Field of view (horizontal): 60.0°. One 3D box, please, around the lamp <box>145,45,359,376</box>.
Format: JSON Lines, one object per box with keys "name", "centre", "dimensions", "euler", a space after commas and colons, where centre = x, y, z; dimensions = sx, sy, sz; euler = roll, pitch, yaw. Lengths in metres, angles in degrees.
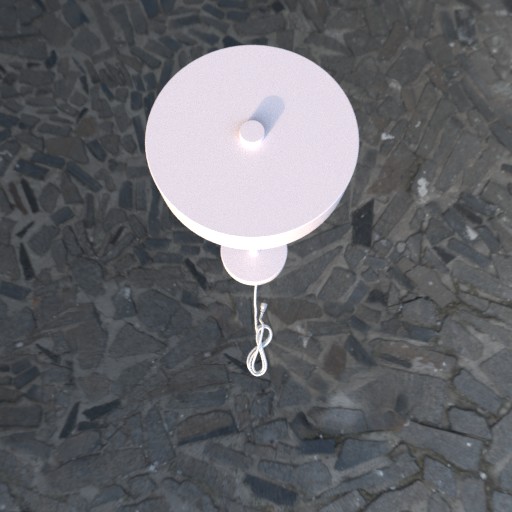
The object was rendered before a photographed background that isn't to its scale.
{"name": "lamp", "centre": [0.000, 0.000, 0.693], "dimensions": [0.229, 0.508, 0.369], "euler": [-3, 76, -1]}
